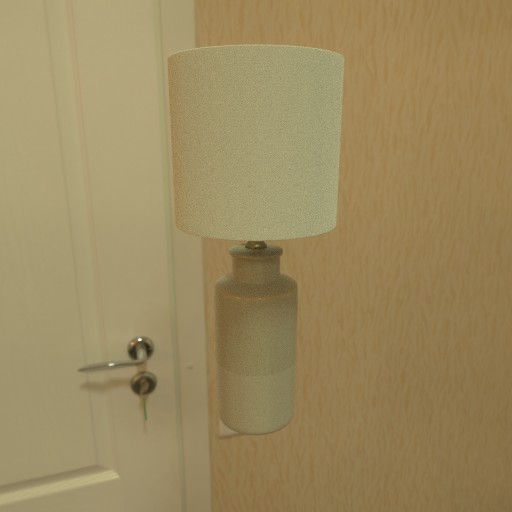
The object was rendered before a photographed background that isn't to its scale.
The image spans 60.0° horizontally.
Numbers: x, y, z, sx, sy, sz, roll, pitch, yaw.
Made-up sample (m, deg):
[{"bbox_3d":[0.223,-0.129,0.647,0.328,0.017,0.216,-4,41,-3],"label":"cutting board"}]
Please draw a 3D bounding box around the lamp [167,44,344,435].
[{"bbox_3d":[0.000,0.000,0.606,0.212,0.493,0.212,14,21,41],"label":"lamp"}]
